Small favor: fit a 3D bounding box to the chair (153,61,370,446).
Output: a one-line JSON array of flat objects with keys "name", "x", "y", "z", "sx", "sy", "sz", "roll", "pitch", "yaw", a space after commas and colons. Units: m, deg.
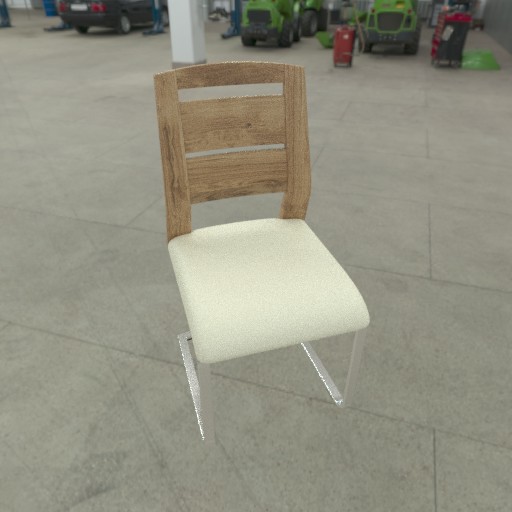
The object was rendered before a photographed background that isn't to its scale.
[{"name": "chair", "x": 0.000, "y": 0.000, "z": 1.261, "sx": 0.457, "sy": 0.955, "sz": 0.561, "roll": -10, "pitch": 33, "yaw": -15}]
